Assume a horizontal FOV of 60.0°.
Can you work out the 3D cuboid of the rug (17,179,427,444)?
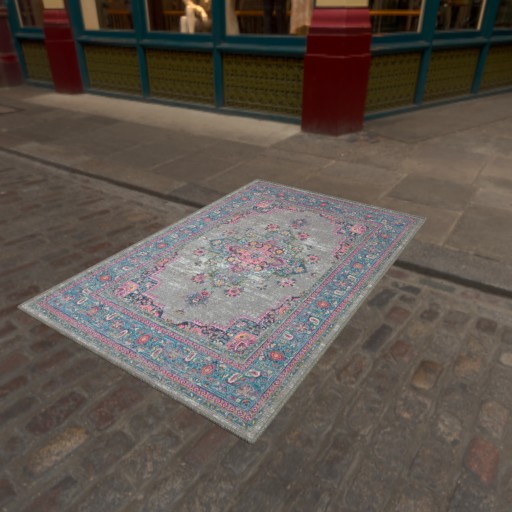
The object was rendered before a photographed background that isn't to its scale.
[{"bbox_3d":[0.000,0.000,2.127,1.144,0.014,1.748,18,35,29],"label":"rug"}]
